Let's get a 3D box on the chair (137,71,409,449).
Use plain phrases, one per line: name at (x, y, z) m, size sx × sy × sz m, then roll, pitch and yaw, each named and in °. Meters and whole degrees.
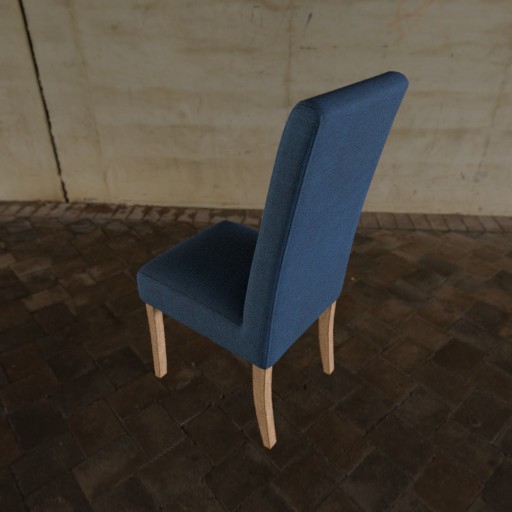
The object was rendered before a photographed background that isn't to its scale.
chair at (0.000, 0.000, 1.322) m, size 0.610 × 1.029 × 0.450 m, roll 21°, pitch 37°, yaw 31°
